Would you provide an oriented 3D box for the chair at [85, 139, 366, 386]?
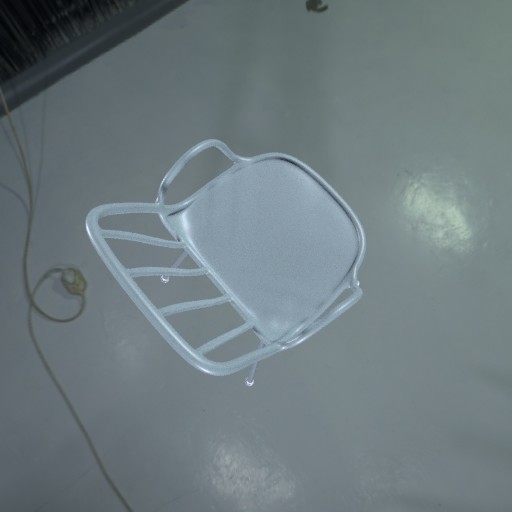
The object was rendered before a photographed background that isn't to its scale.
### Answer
[{"bbox_3d":[0.000,0.000,1.241,0.597,0.816,0.549,-39,78,-10],"label":"chair"}]
